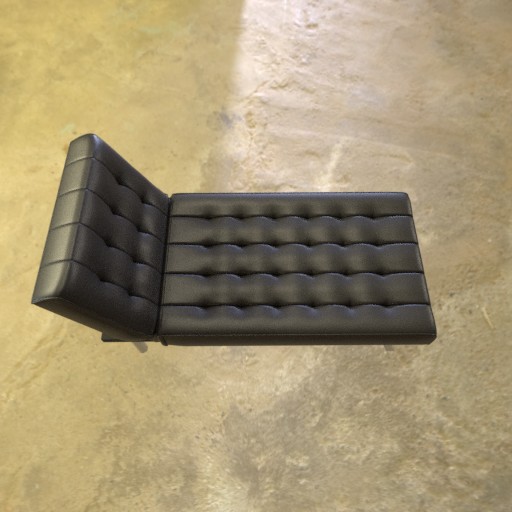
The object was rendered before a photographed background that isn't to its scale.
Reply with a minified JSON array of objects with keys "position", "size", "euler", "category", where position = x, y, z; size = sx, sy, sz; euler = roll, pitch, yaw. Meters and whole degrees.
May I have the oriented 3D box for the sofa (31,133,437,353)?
[{"position":[0.000,0.000,2.009],"size":[1.560,0.820,0.760],"euler":[0,62,0],"category":"sofa"}]
